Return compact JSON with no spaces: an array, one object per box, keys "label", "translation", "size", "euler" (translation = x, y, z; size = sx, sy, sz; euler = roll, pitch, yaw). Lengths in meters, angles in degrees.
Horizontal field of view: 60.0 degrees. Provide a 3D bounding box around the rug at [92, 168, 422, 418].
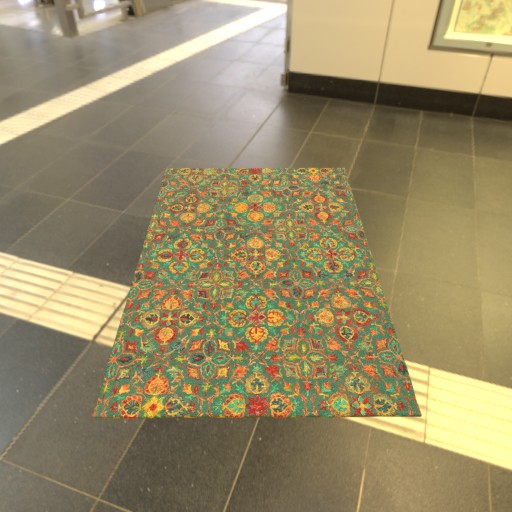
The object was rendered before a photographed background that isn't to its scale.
[{"label":"rug","translation":[0.000,0.000,2.912],"size":[1.527,0.016,2.290],"euler":[0,41,0]}]
